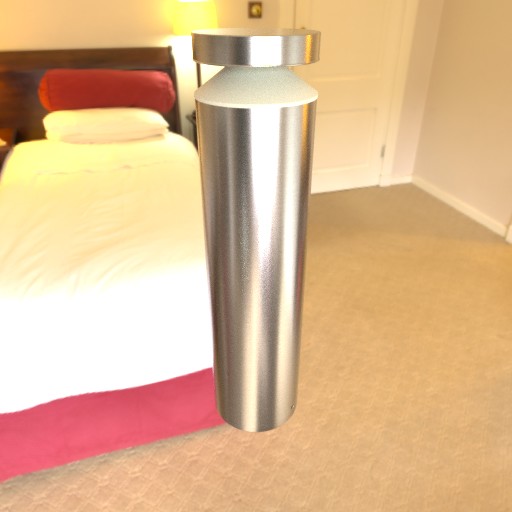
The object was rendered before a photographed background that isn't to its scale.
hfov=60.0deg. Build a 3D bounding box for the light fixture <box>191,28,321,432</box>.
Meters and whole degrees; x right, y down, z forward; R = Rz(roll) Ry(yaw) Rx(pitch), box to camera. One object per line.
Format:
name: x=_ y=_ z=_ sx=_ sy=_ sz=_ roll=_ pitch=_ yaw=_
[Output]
light fixture: x=0.000 y=0.000 z=0.442 sx=0.102 sy=0.400 sz=0.102 roll=18 pitch=35 yaw=29
